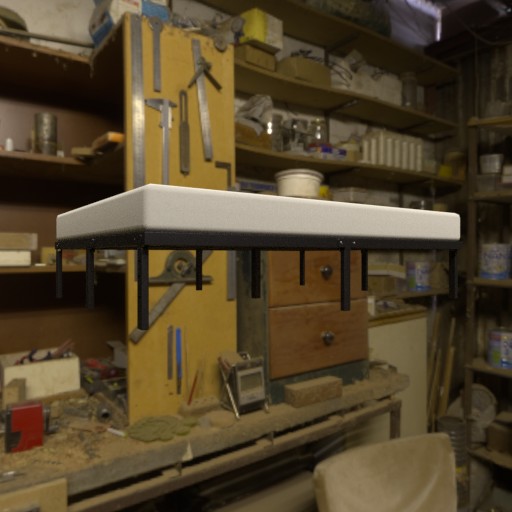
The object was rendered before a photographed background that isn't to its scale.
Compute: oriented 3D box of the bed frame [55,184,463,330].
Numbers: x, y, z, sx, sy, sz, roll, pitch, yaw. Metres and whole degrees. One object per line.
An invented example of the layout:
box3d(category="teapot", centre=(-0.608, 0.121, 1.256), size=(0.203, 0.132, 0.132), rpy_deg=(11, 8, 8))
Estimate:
box3d(category="bed frame", centre=(0.000, 0.000, 3.567), size=(2.635, 0.680, 1.990), rpy_deg=(0, 0, -35))
